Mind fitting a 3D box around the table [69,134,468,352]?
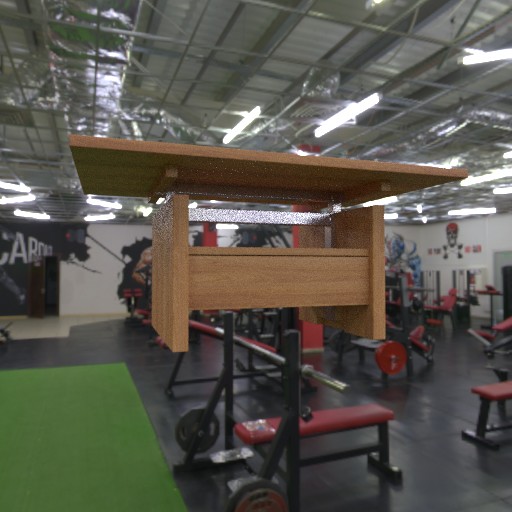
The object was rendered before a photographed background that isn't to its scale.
[{"bbox_3d":[0.000,0.000,1.471,1.100,0.510,0.700,0,-1,-19],"label":"table"}]
